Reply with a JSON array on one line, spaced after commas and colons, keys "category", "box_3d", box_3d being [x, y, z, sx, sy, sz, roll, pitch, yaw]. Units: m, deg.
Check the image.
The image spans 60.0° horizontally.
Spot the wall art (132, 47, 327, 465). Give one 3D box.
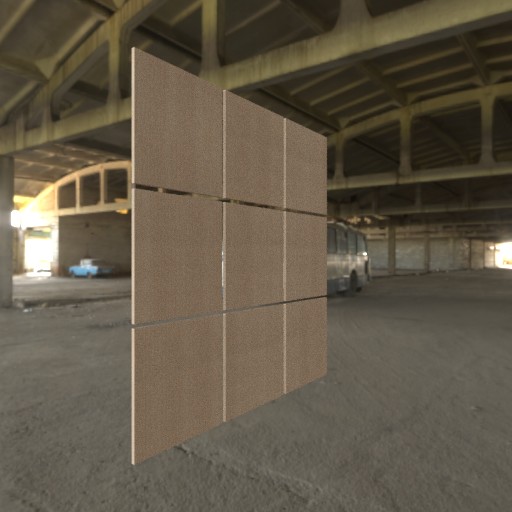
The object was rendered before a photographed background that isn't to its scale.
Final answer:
[{"category": "wall art", "box_3d": [0.000, 0.000, 1.787, 0.013, 1.218, 1.219, 0, 0, 36]}]
